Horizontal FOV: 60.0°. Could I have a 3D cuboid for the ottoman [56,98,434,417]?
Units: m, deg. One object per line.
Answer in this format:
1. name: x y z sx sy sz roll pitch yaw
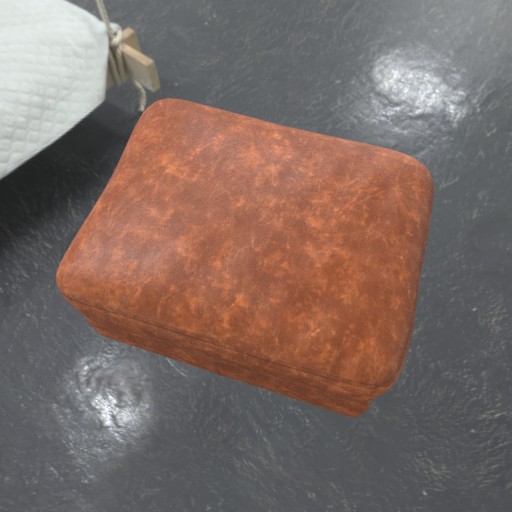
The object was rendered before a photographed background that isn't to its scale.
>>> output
1. ottoman: 0.000 0.000 1.246 0.832 0.562 0.657 16 64 8
